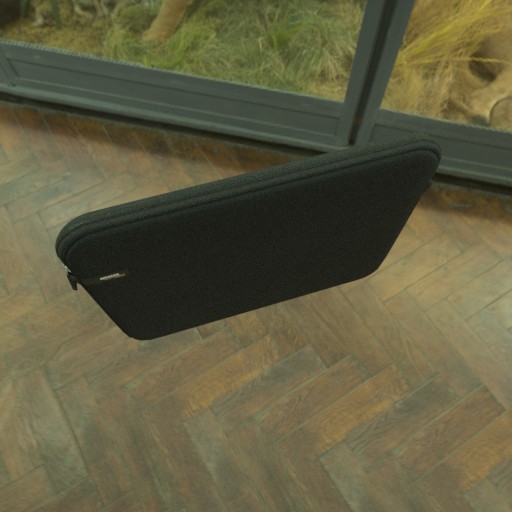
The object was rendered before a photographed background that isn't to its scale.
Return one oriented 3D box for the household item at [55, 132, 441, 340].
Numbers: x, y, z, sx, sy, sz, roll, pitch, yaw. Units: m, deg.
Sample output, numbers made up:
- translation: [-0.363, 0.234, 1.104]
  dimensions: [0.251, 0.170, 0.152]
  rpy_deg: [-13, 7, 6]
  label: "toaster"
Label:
- translation: [0.000, 0.000, 0.528]
  dimensions: [0.396, 0.305, 0.030]
  rpy_deg: [-15, 64, -8]
  label: "household item"
